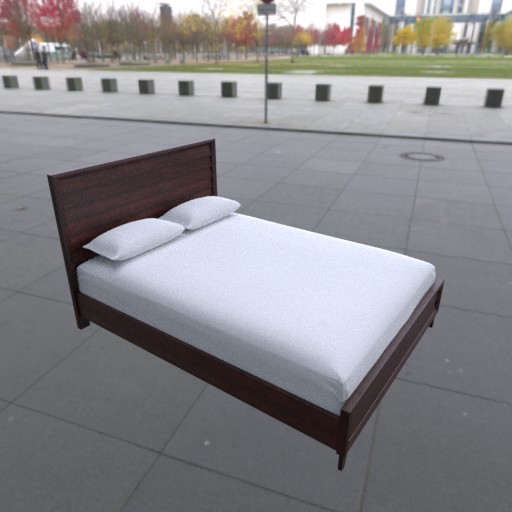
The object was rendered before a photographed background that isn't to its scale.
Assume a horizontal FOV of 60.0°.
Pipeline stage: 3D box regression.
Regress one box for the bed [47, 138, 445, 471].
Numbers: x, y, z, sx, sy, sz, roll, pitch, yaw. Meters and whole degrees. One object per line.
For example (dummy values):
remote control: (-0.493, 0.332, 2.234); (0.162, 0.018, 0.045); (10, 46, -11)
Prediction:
bed: (0.000, 0.000, 3.947); (2.803, 1.492, 2.040); (17, 30, 32)
